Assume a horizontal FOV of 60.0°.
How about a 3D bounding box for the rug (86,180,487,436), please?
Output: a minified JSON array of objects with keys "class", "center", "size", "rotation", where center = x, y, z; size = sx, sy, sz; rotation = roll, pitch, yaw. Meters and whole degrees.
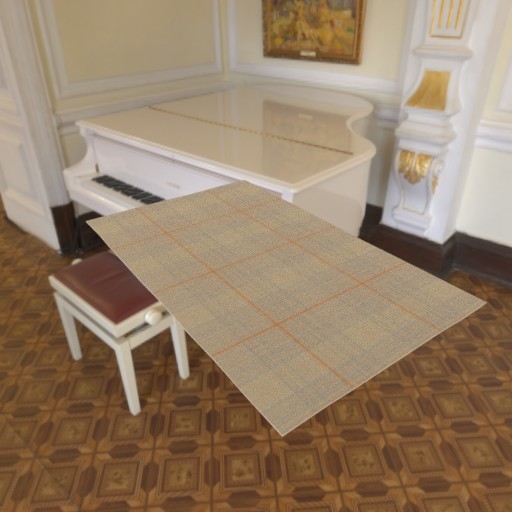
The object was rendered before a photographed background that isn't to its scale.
[{"class":"rug","center":[0.000,0.000,3.024],"size":[1.527,0.016,2.442],"rotation":[-20,36,-31]}]
